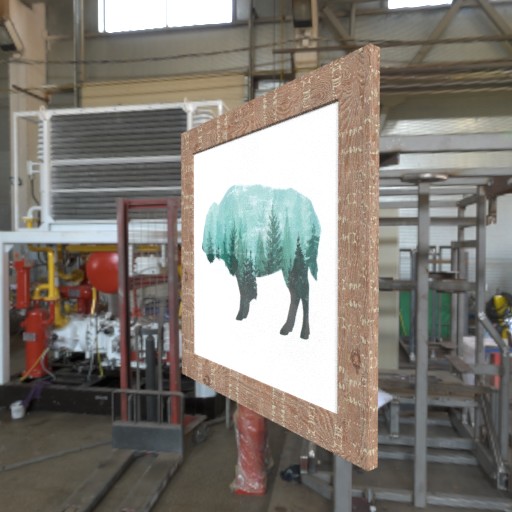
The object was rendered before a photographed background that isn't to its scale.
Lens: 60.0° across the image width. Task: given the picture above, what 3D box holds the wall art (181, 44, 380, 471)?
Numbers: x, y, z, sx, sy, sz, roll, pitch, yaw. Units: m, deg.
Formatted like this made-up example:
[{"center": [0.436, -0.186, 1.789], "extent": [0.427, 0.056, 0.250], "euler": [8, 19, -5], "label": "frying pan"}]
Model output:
[{"center": [0.000, 0.000, 0.555], "extent": [0.022, 0.380, 0.380], "euler": [-1, 1, -35], "label": "wall art"}]
